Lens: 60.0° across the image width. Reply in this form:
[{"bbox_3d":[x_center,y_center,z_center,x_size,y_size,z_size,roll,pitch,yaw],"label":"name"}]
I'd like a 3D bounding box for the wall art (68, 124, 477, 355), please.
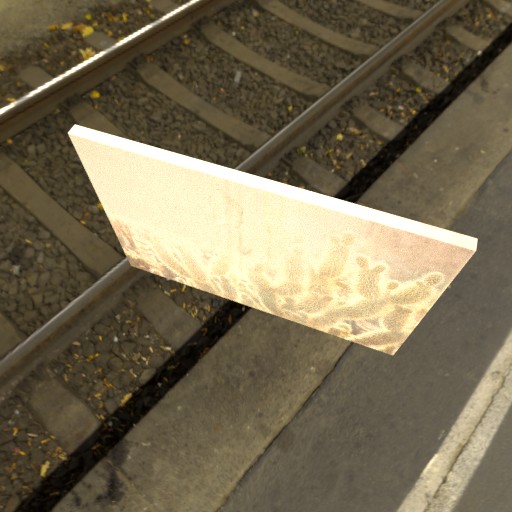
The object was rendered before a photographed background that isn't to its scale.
[{"bbox_3d":[0.000,0.000,1.500,1.142,0.758,0.041,18,60,11],"label":"wall art"}]
